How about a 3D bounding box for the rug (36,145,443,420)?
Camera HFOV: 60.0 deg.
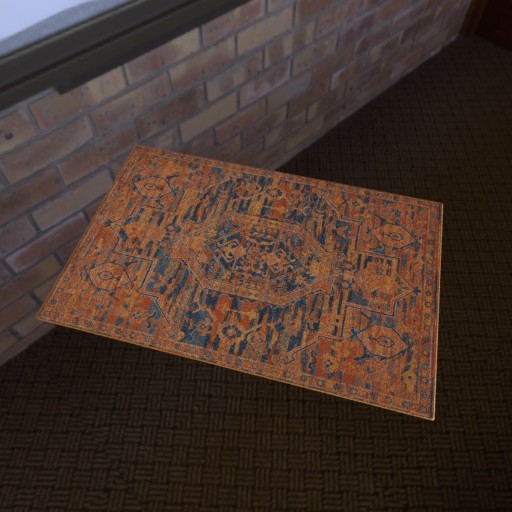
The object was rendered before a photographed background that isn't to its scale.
[{"bbox_3d":[0.000,0.000,2.177,1.758,0.013,1.148,12,58,8],"label":"rug"}]
